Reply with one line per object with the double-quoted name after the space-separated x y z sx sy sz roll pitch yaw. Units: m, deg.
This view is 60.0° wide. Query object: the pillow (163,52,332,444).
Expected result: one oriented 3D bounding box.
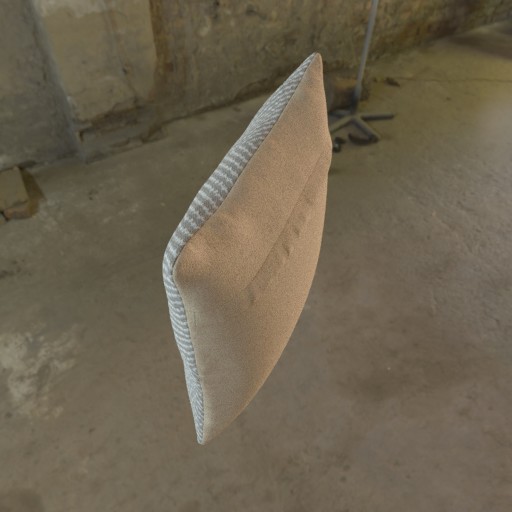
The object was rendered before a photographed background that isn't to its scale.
0.000 0.000 0.693 0.181 0.458 0.459 16 50 14 "pillow"
